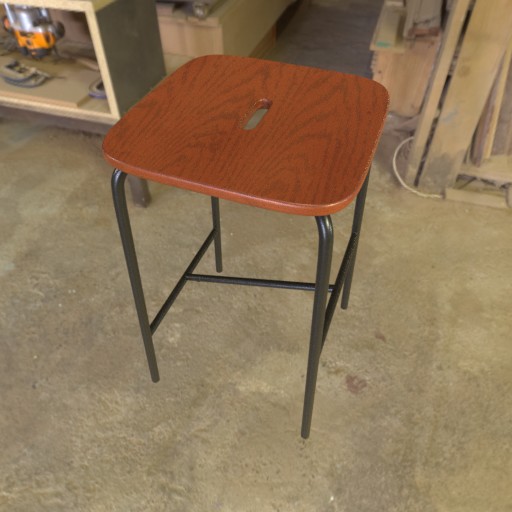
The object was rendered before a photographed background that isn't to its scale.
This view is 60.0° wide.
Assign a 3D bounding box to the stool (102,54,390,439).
[{"bbox_3d":[0.000,0.000,0.870,0.376,0.610,0.376,16,49,14],"label":"stool"}]
